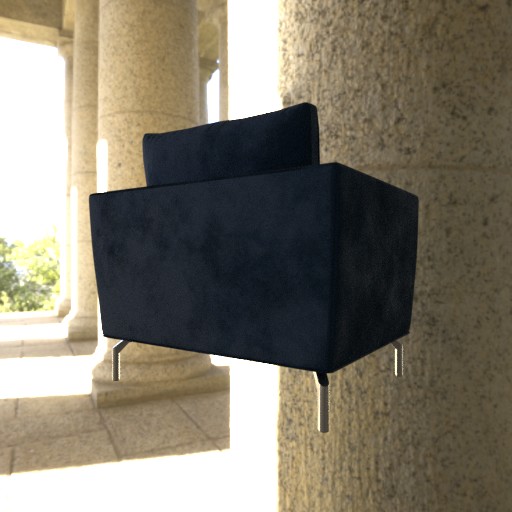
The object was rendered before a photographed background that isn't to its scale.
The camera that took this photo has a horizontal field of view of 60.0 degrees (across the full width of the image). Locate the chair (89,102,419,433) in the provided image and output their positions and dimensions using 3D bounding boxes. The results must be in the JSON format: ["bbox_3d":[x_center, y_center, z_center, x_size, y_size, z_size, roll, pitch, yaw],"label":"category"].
[{"bbox_3d":[0.000,0.000,1.618,0.977,0.893,0.746,0,0,34],"label":"chair"}]
